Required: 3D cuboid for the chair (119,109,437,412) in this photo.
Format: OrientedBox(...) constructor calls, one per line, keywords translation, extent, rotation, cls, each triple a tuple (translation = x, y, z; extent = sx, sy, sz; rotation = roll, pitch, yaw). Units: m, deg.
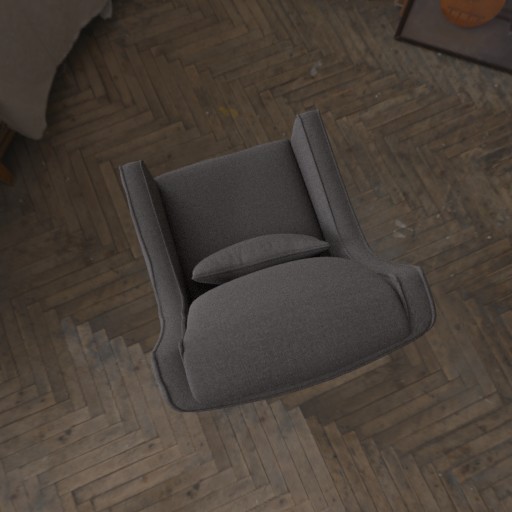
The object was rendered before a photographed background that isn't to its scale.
OrientedBox(translation=(0.000, 0.000, 1.563), extent=(0.732, 0.993, 0.879), rotation=(-17, 77, -4), cls="chair")
